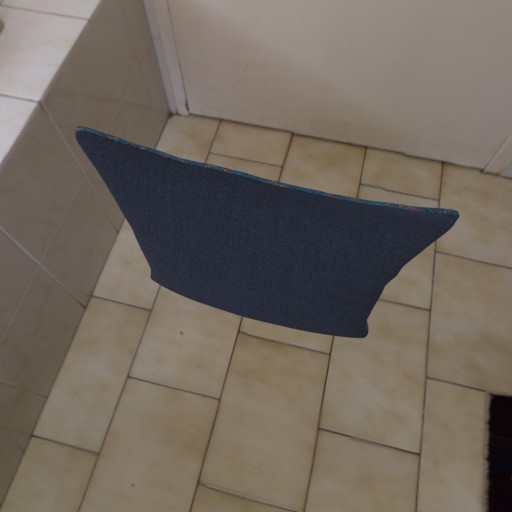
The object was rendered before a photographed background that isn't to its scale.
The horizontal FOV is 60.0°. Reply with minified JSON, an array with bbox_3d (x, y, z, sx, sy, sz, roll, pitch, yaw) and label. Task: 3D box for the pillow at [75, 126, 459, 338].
[{"bbox_3d":[0.000,0.000,0.661,0.431,0.431,0.141,15,65,7],"label":"pillow"}]
